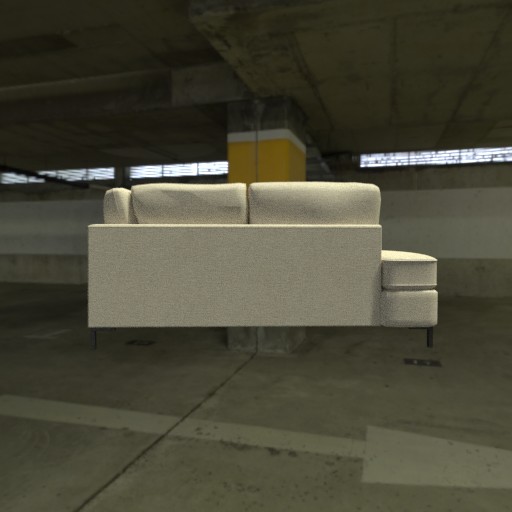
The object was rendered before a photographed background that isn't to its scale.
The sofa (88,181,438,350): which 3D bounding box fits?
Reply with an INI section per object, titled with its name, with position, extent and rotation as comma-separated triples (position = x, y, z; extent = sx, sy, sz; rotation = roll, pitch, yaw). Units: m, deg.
[sofa]
position = 0.000, 0.000, 4.233
extent = 2.048, 0.996, 3.384
rotation = 0, 2, -2
